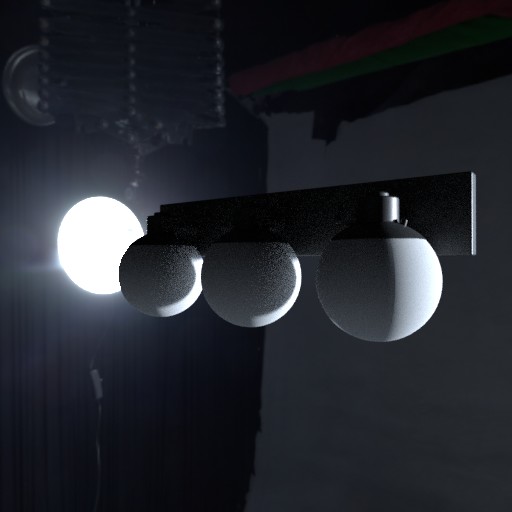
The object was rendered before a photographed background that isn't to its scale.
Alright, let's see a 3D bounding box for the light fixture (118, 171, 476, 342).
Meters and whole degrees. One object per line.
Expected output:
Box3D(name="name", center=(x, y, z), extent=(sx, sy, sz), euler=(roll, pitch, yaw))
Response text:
Box3D(name="light fixture", center=(0.000, 0.000, 0.841), extent=(0.721, 0.263, 0.218), euler=(0, -1, 36))
